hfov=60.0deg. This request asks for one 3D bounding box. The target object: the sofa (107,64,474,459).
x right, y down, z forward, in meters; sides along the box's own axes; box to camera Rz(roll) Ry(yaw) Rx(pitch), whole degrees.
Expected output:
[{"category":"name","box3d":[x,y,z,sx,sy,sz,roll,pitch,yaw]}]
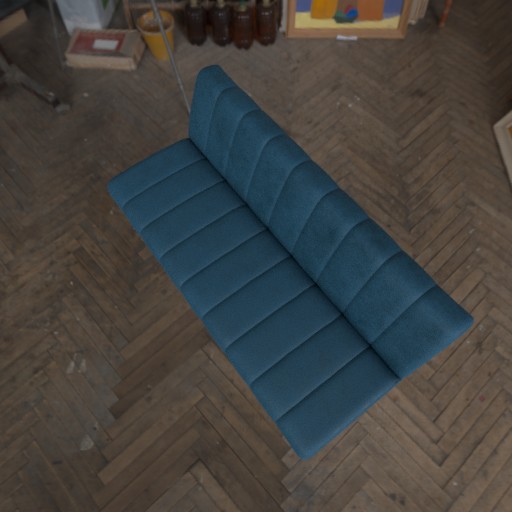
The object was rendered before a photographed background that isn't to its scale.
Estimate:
[{"category":"sofa","box3d":[0.000,0.000,2.295,0.830,0.825,1.810,-34,68,-15]}]
